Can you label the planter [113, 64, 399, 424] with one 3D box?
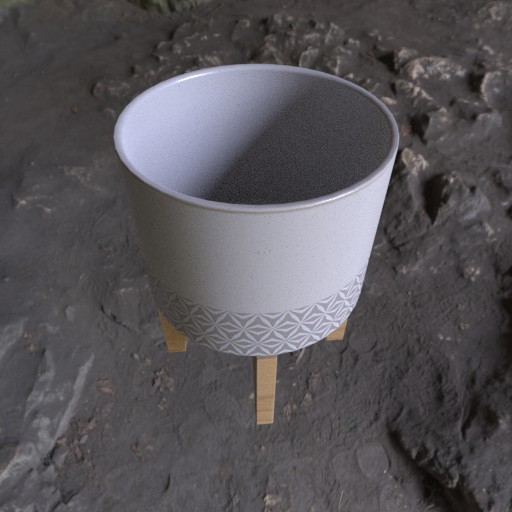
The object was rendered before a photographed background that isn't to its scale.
[{"bbox_3d":[0.000,0.000,0.390,0.188,0.260,0.188,0,45,0],"label":"planter"}]
